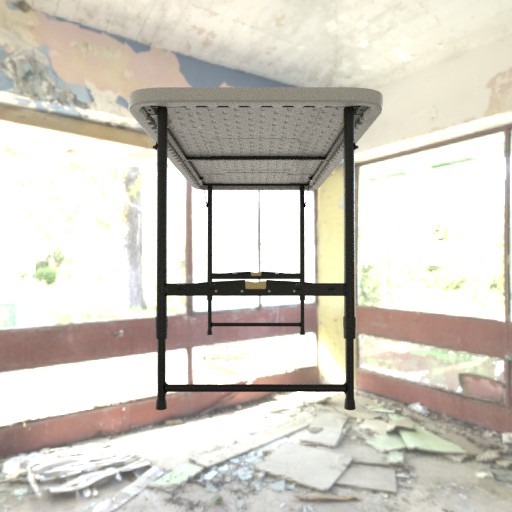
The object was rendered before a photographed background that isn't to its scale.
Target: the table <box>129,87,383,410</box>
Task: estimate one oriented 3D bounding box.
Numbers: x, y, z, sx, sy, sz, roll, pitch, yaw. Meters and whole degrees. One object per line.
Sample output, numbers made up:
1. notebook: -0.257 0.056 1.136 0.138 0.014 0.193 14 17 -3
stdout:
1. table: 0.000 0.000 1.590 0.610 0.737 1.219 0 -1 0
